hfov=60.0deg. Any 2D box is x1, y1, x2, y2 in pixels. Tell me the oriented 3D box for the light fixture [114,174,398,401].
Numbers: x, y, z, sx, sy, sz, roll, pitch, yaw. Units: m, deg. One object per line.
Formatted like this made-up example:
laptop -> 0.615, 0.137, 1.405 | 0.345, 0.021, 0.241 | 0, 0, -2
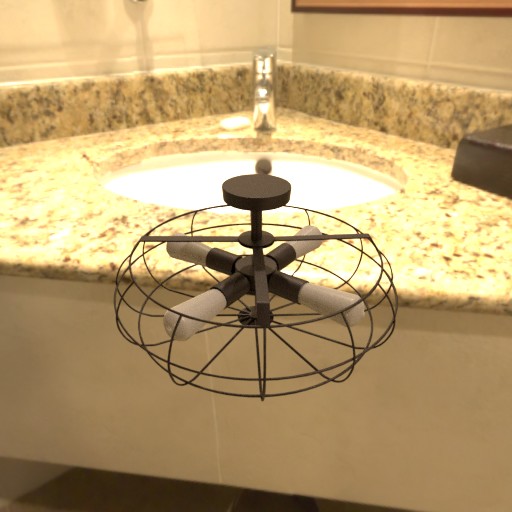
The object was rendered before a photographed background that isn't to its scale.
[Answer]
light fixture -> 0.000, 0.000, 0.912 | 0.582, 0.311, 0.582 | 0, 30, 0
